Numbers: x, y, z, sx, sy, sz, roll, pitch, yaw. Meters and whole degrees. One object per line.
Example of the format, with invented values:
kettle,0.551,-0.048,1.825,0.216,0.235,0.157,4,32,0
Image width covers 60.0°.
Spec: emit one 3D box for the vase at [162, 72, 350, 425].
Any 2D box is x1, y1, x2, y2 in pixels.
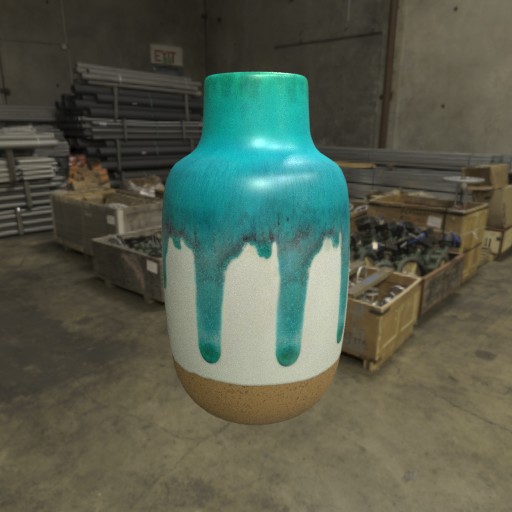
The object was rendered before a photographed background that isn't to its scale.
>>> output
vase,0.000,0.000,0.255,0.106,0.192,0.106,0,16,0
